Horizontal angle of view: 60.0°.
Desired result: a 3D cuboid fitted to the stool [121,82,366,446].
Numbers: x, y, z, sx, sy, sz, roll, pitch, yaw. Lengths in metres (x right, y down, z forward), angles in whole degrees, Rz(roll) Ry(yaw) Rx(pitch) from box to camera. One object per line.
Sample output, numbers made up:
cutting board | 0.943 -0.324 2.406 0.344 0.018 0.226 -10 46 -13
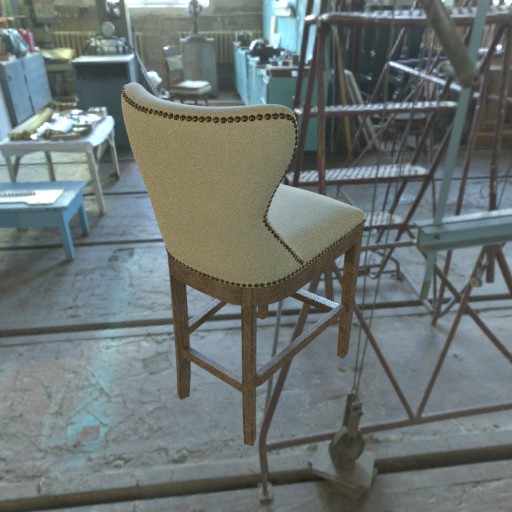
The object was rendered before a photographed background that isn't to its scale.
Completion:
stool | 0.000 0.000 1.319 0.498 0.981 0.608 21 36 32
